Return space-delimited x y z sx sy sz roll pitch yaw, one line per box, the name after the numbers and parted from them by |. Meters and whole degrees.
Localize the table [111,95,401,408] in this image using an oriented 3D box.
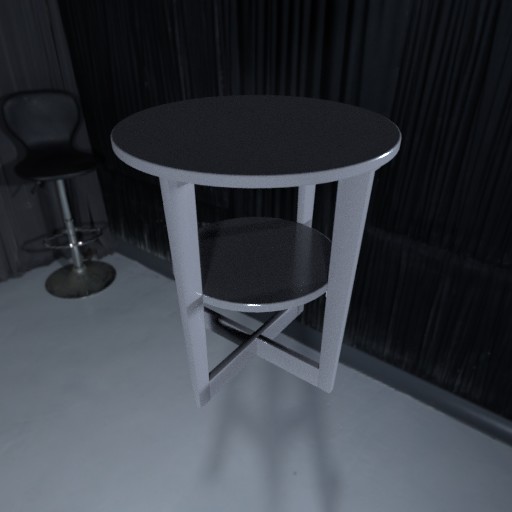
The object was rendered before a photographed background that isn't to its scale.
0.000 0.000 0.934 0.500 0.550 0.500 0 31 0 | table
